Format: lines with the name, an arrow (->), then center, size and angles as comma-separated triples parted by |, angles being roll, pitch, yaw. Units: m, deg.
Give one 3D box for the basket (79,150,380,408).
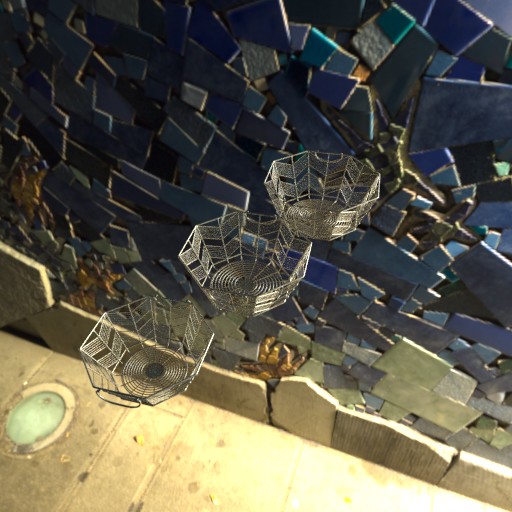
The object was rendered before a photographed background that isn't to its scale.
basket -> 0.000, 0.000, 1.403 | 0.432, 0.178, 1.246 | 25, 47, 27
